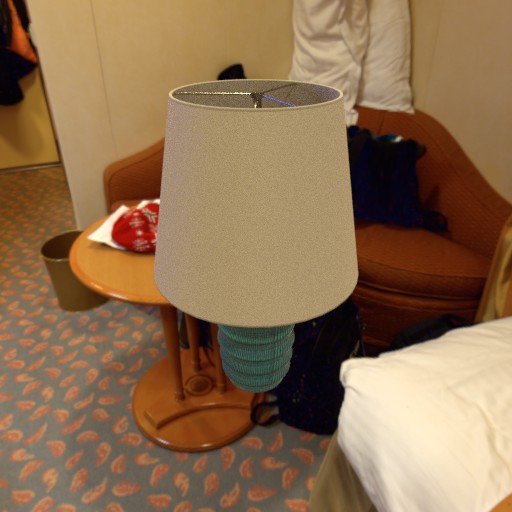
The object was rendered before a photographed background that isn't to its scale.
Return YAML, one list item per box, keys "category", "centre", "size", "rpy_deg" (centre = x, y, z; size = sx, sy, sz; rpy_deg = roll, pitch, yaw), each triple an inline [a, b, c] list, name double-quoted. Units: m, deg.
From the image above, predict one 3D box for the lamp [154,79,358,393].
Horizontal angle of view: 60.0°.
- category: "lamp"
  centre: [0.000, 0.000, 0.557]
  size: [0.254, 0.392, 0.254]
  rpy_deg: [0, 29, 0]
